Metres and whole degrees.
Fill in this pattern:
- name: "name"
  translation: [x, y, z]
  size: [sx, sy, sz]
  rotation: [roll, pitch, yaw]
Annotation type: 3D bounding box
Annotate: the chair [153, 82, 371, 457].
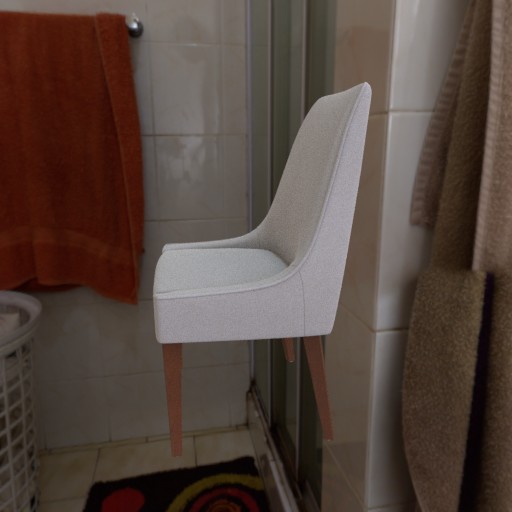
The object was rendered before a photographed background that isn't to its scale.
- name: "chair"
  translation: [0.000, 0.000, 1.209]
  size: [0.544, 0.861, 0.529]
  rotation: [-2, 14, -9]
